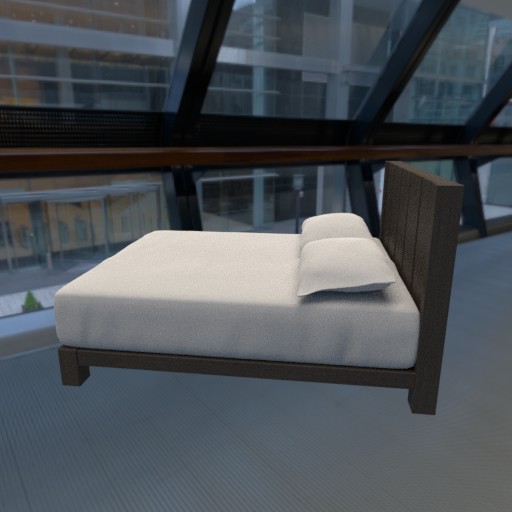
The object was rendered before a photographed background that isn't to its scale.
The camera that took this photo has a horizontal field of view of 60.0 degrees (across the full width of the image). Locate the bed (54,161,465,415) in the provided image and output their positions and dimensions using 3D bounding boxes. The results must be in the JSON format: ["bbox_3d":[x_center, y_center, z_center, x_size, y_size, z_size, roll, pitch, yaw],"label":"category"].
[{"bbox_3d":[0.000,0.000,3.254,2.242,1.270,1.727,2,16,7],"label":"bed"}]
